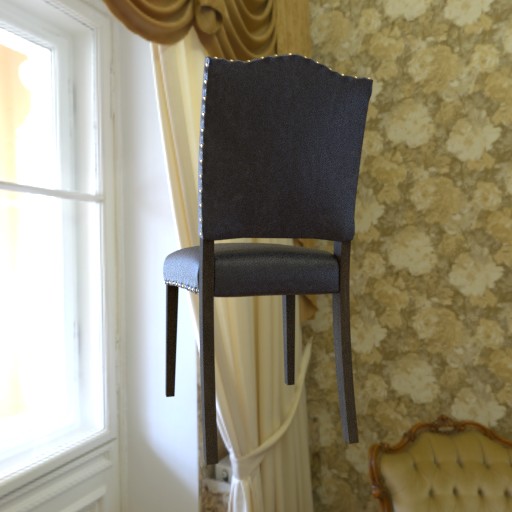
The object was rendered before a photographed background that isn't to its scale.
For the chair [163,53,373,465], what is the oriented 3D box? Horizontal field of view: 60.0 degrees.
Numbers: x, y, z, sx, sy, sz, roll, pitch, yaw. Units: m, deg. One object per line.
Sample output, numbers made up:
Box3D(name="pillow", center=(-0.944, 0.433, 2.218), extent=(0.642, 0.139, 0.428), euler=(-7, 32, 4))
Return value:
Box3D(name="chair", center=(0.000, 0.000, 1.359), extent=(0.500, 0.991, 0.633), euler=(0, 0, -18))
